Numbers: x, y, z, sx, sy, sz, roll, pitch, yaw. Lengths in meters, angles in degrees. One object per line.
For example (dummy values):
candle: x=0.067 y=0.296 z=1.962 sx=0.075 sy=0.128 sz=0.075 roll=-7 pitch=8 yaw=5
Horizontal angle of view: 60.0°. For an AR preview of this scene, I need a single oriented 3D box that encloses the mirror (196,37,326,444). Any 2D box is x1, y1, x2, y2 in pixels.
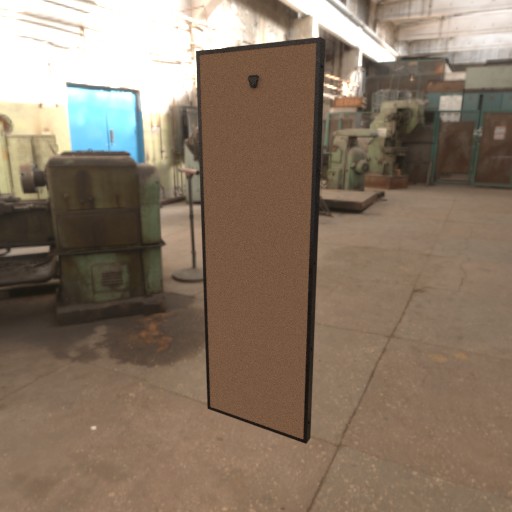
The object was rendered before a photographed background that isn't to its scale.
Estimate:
mirror: x=0.000 y=0.000 z=1.232 sx=0.354 sy=1.080 sz=0.042 roll=8 pitch=17 yaw=28
